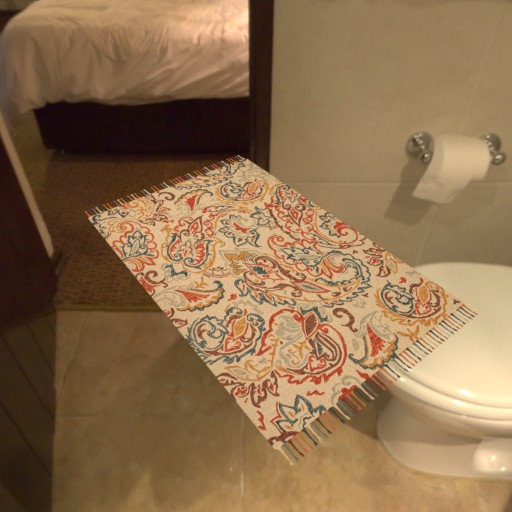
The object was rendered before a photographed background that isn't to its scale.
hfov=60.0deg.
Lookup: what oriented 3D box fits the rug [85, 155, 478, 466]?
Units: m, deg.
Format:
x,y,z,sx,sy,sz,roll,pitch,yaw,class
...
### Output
x,y,z,sx,sy,sz,roll,pitch,yaw,class
0.000,0.000,2.474,1.218,0.010,1.997,-27,48,-27,rug
